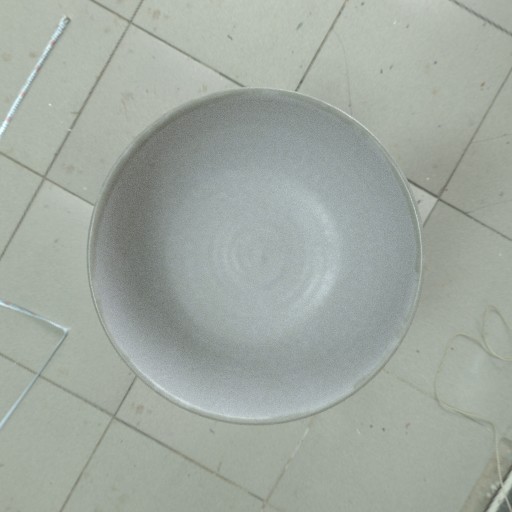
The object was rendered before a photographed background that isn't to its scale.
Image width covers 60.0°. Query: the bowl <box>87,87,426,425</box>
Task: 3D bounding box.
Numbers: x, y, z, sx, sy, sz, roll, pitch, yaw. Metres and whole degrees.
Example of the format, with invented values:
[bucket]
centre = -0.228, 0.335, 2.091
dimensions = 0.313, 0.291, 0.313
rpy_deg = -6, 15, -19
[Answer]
[bowl]
centre = 0.000, 0.000, 0.408
dimensions = 0.268, 0.121, 0.268
rpy_deg = 0, 91, 0
